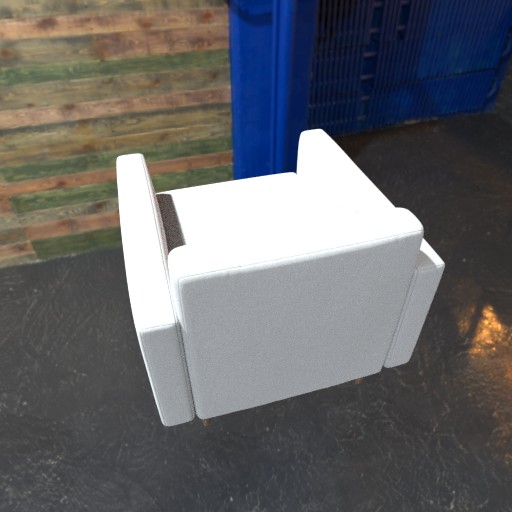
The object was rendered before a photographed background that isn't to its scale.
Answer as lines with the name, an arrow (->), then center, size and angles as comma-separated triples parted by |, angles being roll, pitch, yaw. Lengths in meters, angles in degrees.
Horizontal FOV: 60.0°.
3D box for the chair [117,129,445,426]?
chair -> 0.000, 0.000, 1.708 | 0.953, 0.819, 0.998 | -11, 42, -12
